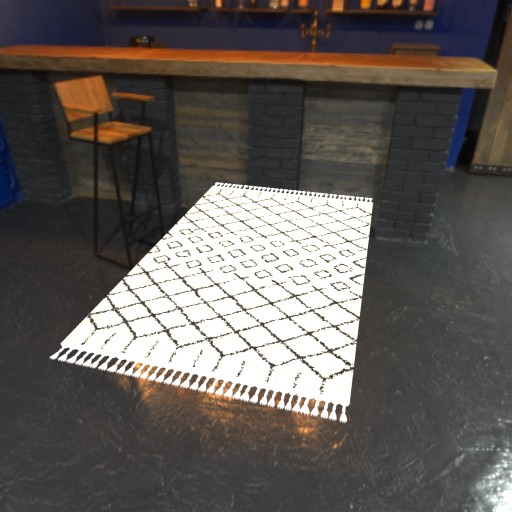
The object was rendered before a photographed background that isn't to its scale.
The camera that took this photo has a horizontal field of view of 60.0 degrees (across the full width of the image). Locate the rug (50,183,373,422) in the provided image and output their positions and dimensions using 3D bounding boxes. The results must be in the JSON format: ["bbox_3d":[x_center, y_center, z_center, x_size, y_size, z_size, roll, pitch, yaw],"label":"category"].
[{"bbox_3d":[0.000,0.000,2.486,1.196,0.008,2.006,8,31,13],"label":"rug"}]
